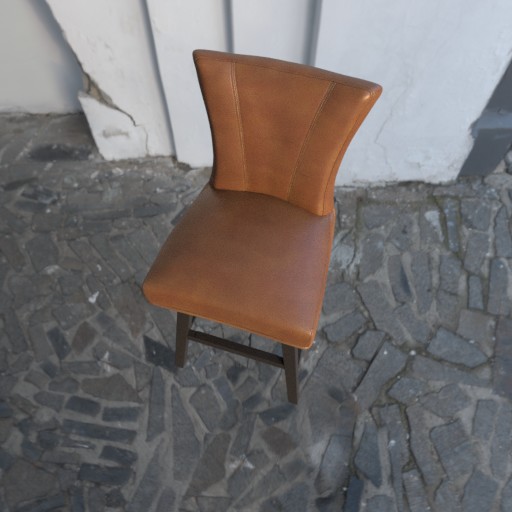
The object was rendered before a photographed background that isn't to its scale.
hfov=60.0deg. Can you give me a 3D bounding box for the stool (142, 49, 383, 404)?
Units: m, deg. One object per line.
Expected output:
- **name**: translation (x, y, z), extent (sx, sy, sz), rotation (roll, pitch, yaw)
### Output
- **stool**: translation (0.000, 0.000, 1.468), extent (0.522, 1.094, 0.585), rotation (15, 59, 9)
